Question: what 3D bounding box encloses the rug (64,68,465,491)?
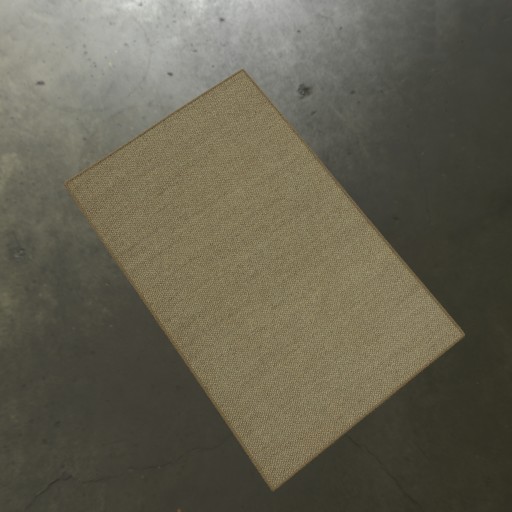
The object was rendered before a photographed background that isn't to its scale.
[{"bbox_3d":[0.000,0.000,2.025,1.062,0.013,1.667,-36,79,-8],"label":"rug"}]
